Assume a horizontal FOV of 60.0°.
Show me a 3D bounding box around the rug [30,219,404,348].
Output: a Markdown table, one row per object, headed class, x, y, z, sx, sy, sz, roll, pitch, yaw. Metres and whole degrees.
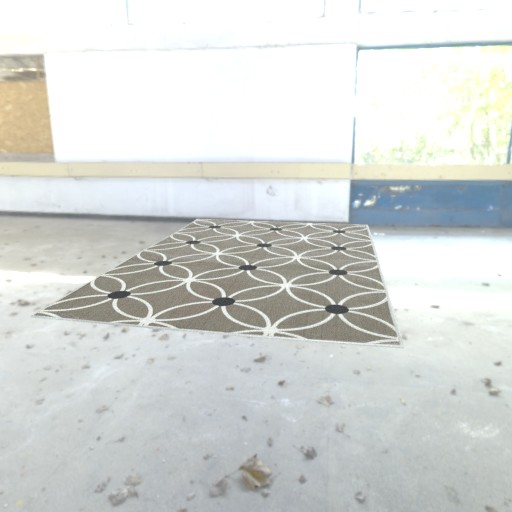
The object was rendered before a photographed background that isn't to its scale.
| class | x | y | z | sx | sy | sz | roll | pitch | yaw |
| --- | --- | --- | --- | --- | --- | --- | --- | --- | --- |
| rug | 0.000 | 0.000 | 2.805 | 1.522 | 0.008 | 2.284 | 3 | 16 | 10 |
